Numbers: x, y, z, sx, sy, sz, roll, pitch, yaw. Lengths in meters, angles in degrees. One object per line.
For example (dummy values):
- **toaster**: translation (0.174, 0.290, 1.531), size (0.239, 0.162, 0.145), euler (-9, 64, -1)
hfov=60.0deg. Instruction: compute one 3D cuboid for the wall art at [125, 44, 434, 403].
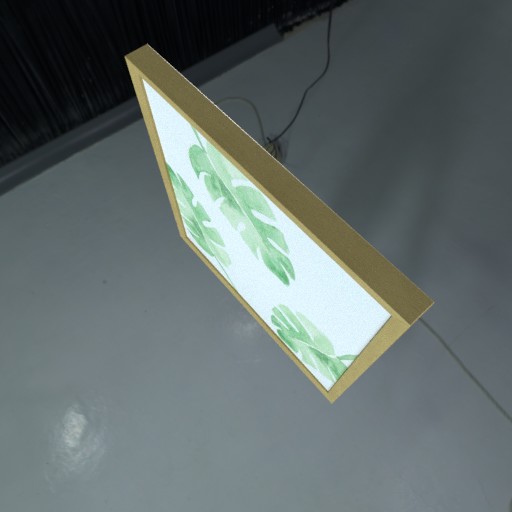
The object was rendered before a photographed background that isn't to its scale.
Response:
- **wall art**: translation (0.000, 0.000, 0.754), size (0.038, 0.508, 0.508), euler (-38, 69, -17)
